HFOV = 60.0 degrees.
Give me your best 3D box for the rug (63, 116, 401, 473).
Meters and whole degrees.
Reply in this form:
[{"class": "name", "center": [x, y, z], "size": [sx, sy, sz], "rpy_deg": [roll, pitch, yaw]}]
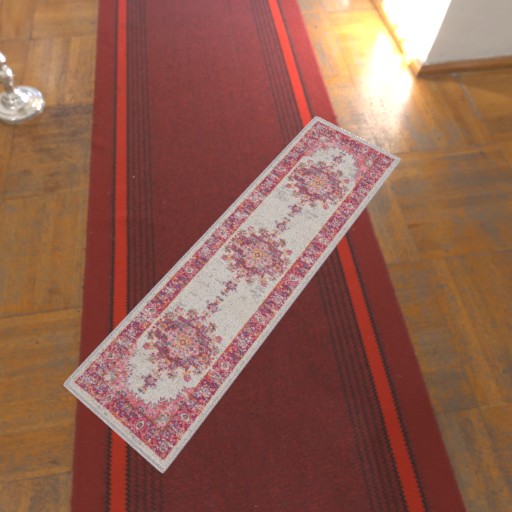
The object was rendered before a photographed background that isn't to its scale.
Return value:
[{"class": "rug", "center": [0.000, 0.000, 2.529], "size": [0.666, 0.011, 2.294], "rpy_deg": [33, 66, 17]}]
